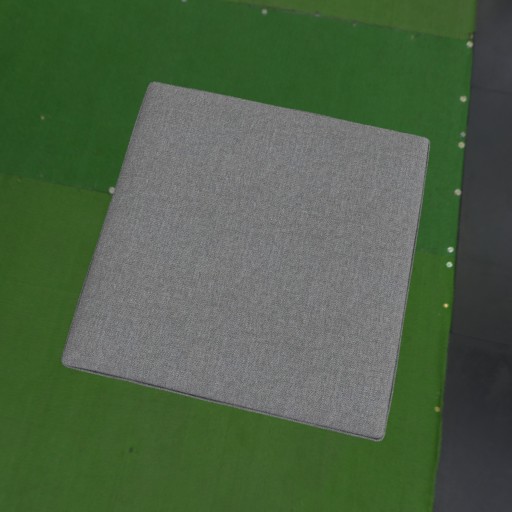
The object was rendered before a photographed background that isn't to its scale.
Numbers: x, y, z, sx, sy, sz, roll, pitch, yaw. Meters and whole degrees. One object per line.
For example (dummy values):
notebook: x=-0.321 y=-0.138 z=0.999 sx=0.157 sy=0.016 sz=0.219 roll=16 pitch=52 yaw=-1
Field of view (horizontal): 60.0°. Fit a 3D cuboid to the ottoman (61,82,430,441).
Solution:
ottoman: x=0.000 y=0.000 z=1.591 sx=1.017 sy=0.423 sz=1.023 roll=13 pitch=77 yaw=3
